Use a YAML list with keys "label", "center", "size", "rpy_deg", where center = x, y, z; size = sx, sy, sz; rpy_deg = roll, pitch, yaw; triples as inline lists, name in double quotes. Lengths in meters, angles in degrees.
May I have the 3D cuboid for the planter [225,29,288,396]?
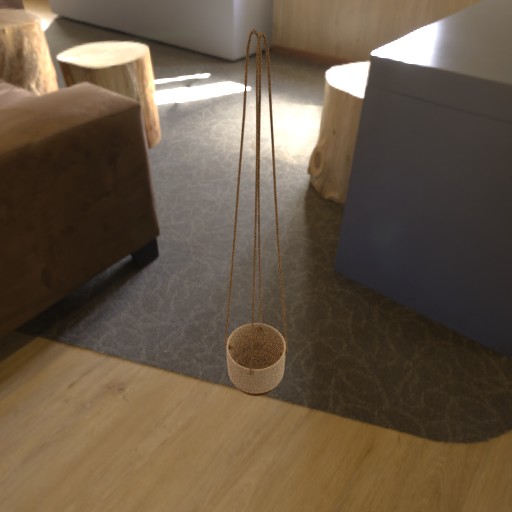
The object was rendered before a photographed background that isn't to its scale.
- label: "planter"
  center: [0.000, 0.000, 0.898]
  size: [0.146, 0.841, 0.146]
  rpy_deg: [-25, 47, -27]
